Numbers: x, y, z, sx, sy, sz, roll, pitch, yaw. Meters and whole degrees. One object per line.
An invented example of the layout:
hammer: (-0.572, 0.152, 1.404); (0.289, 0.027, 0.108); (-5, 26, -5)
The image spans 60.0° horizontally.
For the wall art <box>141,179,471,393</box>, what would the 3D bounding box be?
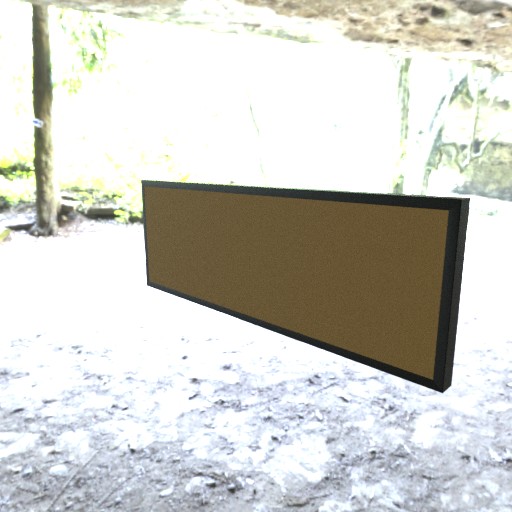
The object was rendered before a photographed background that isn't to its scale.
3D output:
wall art: (0.000, 0.000, 0.971); (0.860, 0.303, 0.037); (12, 17, 44)
